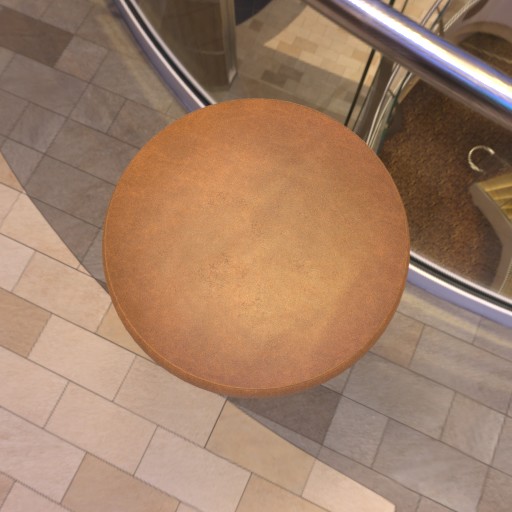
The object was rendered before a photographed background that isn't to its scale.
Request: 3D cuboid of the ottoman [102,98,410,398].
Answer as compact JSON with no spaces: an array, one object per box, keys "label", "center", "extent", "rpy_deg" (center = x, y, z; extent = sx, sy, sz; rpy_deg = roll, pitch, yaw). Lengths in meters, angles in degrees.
[{"label":"ottoman","center":[0.000,0.000,1.014],"extent":[0.607,0.438,0.607],"rpy_deg":[0,76,0]}]
